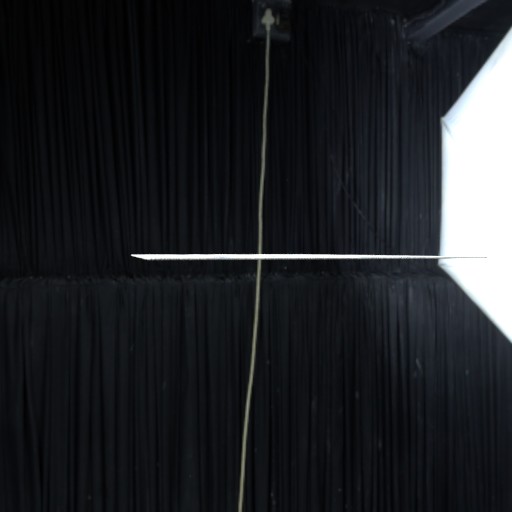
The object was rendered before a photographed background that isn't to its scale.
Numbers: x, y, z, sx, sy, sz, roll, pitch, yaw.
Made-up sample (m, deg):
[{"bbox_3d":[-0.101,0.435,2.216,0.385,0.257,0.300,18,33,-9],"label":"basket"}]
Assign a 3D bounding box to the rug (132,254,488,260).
[{"bbox_3d":[0.000,0.000,2.288,1.202,0.006,1.813,0,0,-17],"label":"rug"}]
